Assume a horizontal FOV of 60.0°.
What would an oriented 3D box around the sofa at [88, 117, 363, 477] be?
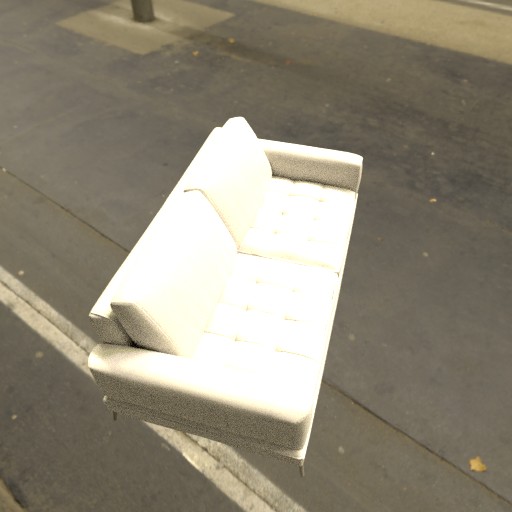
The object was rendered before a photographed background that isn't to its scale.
[{"bbox_3d":[0.000,0.000,2.787,1.121,0.930,2.177,12,47,11],"label":"sofa"}]
